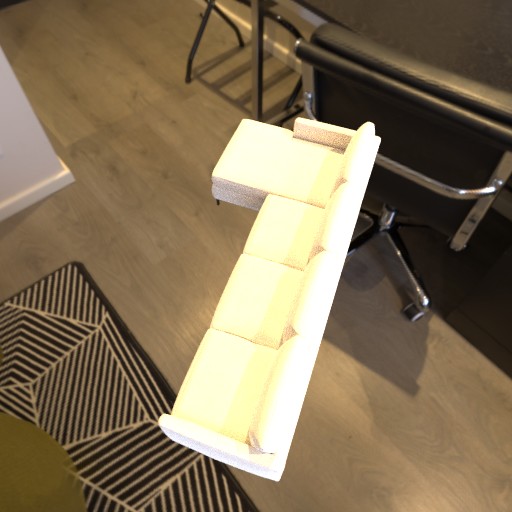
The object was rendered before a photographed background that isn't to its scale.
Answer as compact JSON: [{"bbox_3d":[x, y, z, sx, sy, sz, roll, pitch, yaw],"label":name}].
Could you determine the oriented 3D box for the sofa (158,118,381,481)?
[{"bbox_3d":[0.000,0.000,3.813,1.467,0.875,3.186,17,59,10],"label":"sofa"}]
